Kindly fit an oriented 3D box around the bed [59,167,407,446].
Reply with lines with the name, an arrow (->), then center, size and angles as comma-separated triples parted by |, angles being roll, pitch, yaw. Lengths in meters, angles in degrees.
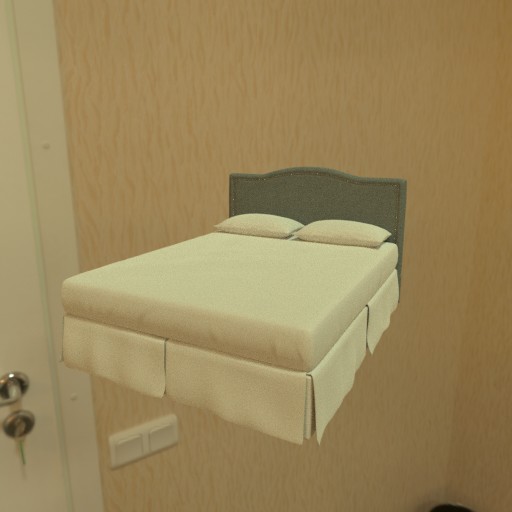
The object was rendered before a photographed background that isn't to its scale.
bed -> 0.000, 0.000, 3.947 | 2.161, 1.457, 2.689 | 7, 16, 27
